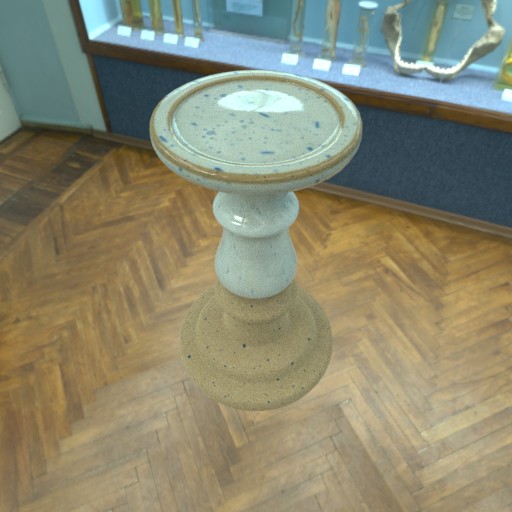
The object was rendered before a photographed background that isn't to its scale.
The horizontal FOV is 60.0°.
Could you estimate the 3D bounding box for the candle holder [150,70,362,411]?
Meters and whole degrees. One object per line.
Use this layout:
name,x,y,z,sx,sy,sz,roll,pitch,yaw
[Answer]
candle holder,0.000,0.000,0.289,0.123,0.202,0.123,0,46,0
